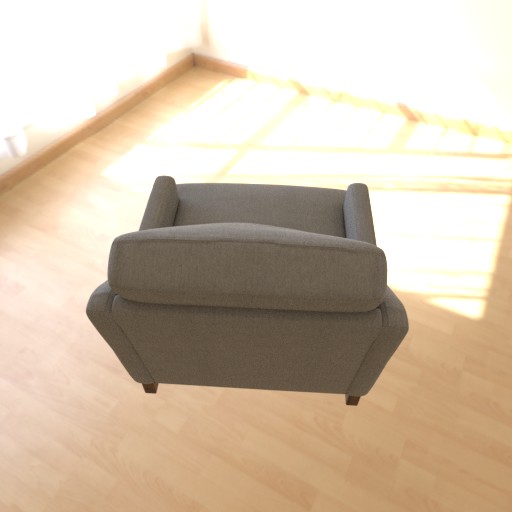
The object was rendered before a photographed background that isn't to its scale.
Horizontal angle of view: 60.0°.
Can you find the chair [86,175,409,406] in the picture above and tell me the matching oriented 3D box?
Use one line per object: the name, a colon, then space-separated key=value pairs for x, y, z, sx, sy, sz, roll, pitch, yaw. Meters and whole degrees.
chair: x=0.000 y=0.000 z=1.552 sx=0.826 sy=0.821 sz=0.892 roll=3 pitch=47 yaw=2
